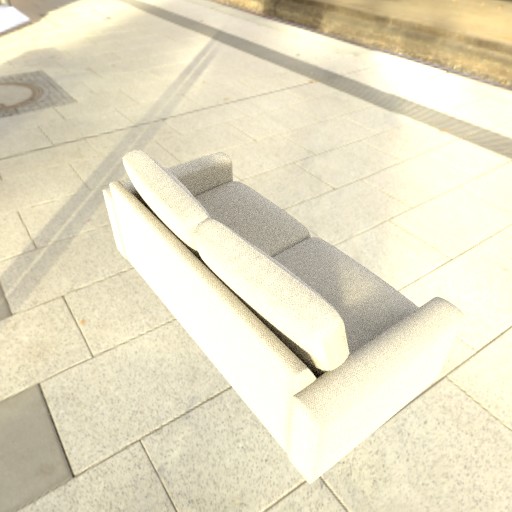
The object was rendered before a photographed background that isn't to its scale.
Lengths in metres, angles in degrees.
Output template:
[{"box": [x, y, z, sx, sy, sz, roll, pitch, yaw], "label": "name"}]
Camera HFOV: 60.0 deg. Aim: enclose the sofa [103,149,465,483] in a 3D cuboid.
[{"box": [0.000, 0.000, 2.685, 1.016, 0.873, 2.179, -26, 46, -28], "label": "sofa"}]
